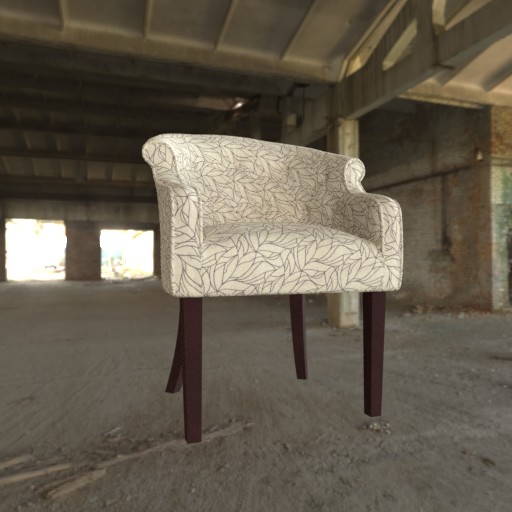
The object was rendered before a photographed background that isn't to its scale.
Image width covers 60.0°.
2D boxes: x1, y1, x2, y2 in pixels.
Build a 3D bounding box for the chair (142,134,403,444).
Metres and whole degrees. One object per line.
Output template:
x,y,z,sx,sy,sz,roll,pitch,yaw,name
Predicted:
0.000,0.000,1.343,0.686,0.858,0.613,0,0,-20,chair
